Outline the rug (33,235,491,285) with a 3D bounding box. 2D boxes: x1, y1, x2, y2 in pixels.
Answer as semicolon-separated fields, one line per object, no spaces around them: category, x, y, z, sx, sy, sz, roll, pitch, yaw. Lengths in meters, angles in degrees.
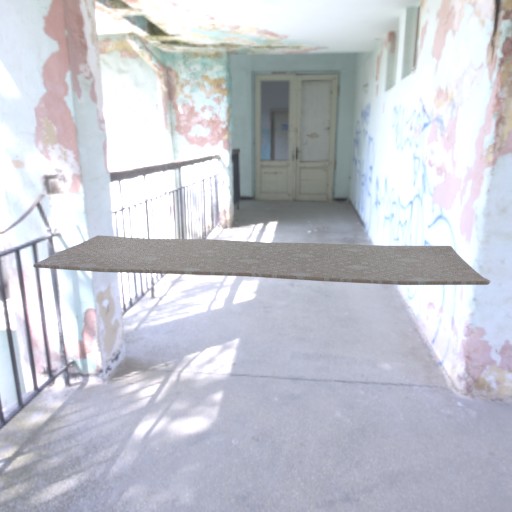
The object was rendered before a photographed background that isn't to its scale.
rug;0.000;0.000;2.700;2.452;0.051;0.752;2;16;8
